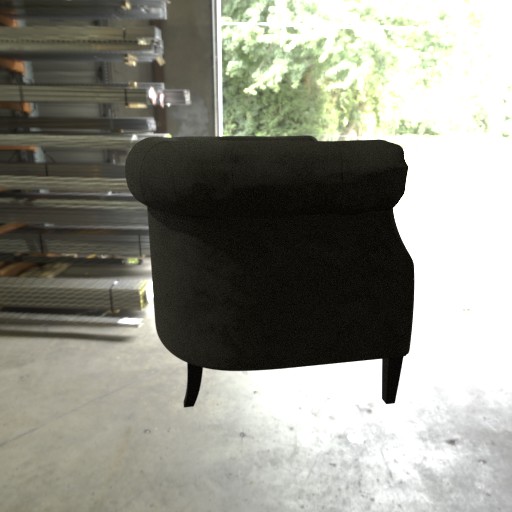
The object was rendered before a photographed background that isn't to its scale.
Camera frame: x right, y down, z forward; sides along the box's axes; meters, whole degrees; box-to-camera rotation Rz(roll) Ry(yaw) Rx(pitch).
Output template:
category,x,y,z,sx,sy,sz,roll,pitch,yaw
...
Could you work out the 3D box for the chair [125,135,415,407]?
category,x,y,z,sx,sy,sz,roll,pitch,yaw
chair,0.000,0.000,1.585,0.851,0.826,0.904,-3,16,-10
